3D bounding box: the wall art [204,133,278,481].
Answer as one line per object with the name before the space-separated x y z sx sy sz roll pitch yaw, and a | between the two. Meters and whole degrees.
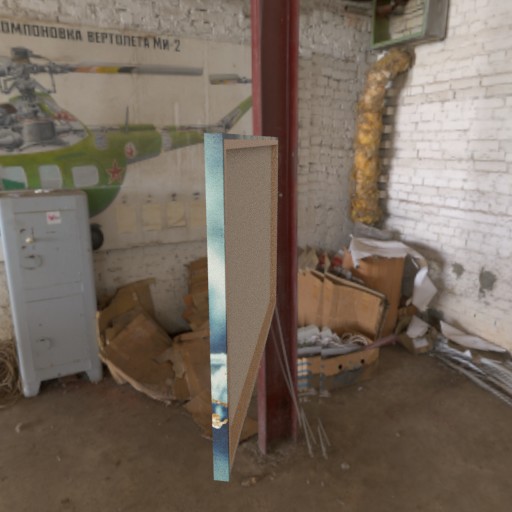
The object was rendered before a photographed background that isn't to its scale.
wall art | 0.000 0.000 1.454 0.035 0.759 1.138 2 15 8
